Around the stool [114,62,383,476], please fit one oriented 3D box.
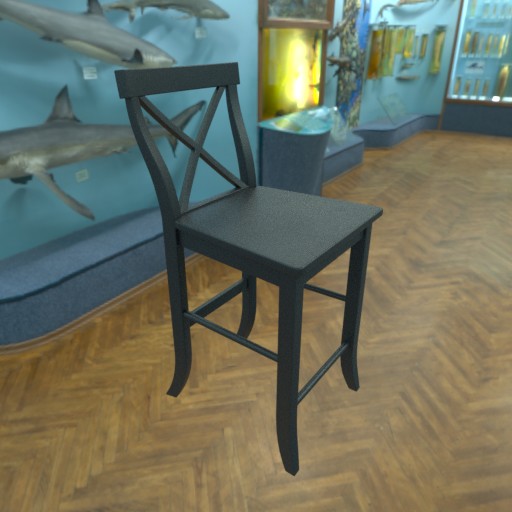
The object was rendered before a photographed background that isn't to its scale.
[{"bbox_3d":[0.000,0.000,1.267,0.559,0.989,0.452,18,31,32],"label":"stool"}]
